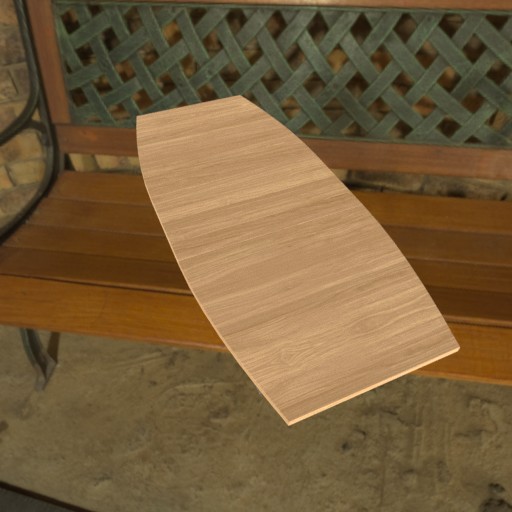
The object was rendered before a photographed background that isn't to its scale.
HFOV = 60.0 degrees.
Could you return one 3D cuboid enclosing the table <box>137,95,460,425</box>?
[{"bbox_3d":[0.000,0.000,2.367,0.900,0.750,2.032,-18,49,-16],"label":"table"}]
